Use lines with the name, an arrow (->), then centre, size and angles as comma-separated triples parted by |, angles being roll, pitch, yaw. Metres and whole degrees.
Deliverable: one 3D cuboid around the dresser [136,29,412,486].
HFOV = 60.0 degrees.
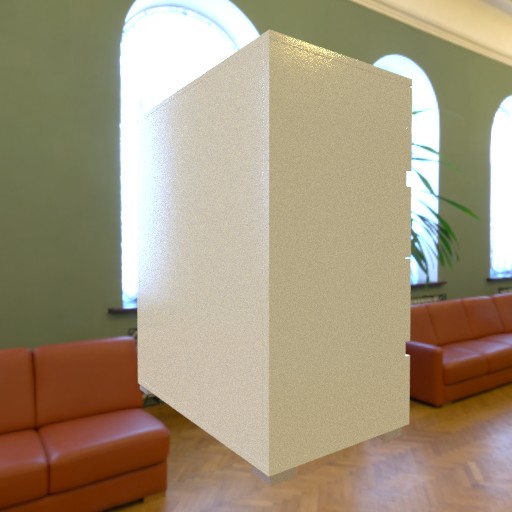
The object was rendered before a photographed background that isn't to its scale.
dresser -> 0.000, 0.000, 1.153 | 0.400, 0.800, 0.650 | -1, 2, -35
